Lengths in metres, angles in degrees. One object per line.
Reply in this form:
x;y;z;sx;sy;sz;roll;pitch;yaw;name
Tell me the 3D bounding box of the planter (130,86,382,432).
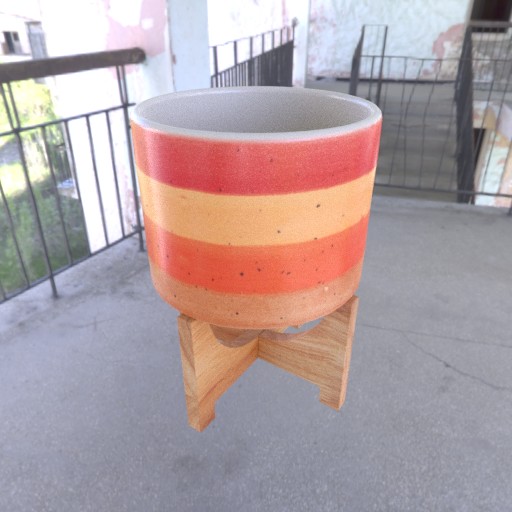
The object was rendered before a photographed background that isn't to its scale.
0.000;0.000;0.408;0.199;0.268;0.199;0;29;0;planter
